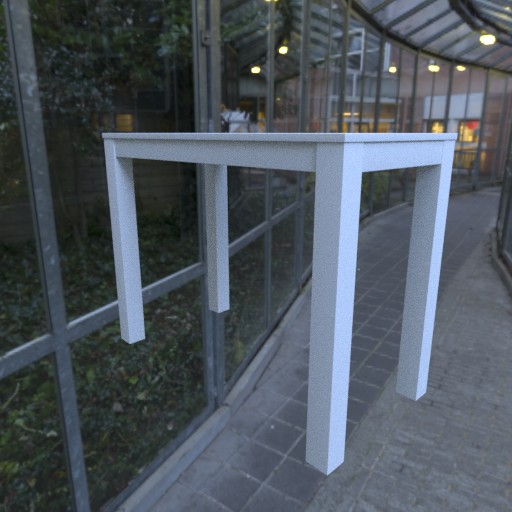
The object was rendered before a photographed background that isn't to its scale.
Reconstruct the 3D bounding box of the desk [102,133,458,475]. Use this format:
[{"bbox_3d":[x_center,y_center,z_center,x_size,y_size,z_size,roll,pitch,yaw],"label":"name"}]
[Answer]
[{"bbox_3d":[0.000,0.000,1.428,0.497,0.762,0.990,-14,21,-42],"label":"desk"}]
